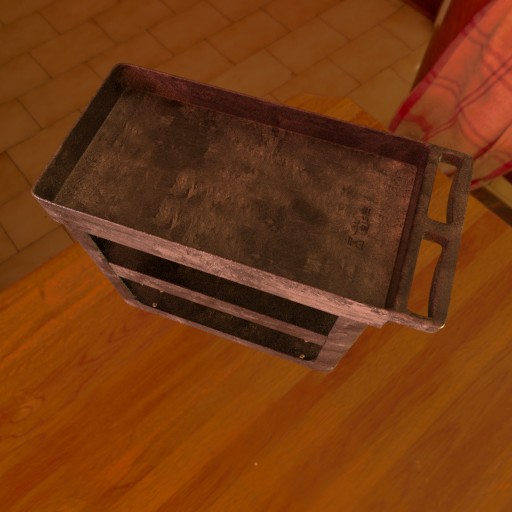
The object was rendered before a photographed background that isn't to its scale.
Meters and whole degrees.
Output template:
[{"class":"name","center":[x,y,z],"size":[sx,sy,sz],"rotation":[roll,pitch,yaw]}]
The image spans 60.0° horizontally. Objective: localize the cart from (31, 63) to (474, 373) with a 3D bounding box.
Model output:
[{"class":"cart","center":[0.000,0.000,1.321],"size":[0.877,0.824,0.420],"rotation":[18,66,8]}]
